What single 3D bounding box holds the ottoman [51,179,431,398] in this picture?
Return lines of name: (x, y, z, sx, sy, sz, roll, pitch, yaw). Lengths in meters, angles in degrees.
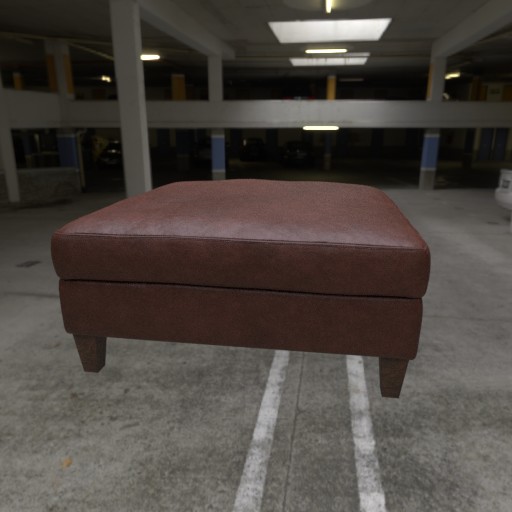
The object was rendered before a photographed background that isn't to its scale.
ottoman: (0.000, 0.000, 1.345, 0.844, 0.415, 0.836, 2, 17, 8)
